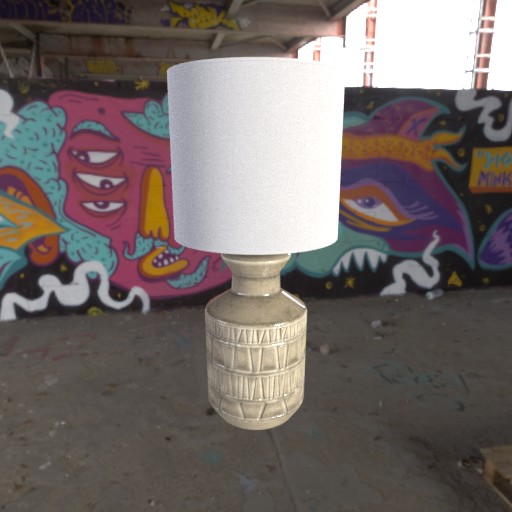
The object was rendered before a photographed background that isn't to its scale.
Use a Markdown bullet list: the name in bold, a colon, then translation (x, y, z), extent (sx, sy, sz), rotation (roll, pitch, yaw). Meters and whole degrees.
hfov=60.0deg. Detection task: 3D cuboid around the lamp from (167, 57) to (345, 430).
- **lamp**: translation (0.000, 0.000, 0.591), extent (0.211, 0.455, 0.211), rotation (2, 14, 9)
